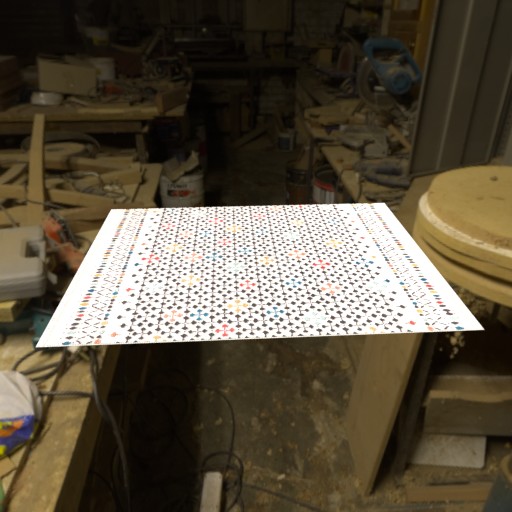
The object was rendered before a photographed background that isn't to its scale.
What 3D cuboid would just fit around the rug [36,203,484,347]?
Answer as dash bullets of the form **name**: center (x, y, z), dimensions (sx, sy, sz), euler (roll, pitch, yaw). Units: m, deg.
- **rug**: center (0.000, 0.000, 4.169), dimensions (3.196, 0.007, 2.354), euler (-2, 30, -3)
